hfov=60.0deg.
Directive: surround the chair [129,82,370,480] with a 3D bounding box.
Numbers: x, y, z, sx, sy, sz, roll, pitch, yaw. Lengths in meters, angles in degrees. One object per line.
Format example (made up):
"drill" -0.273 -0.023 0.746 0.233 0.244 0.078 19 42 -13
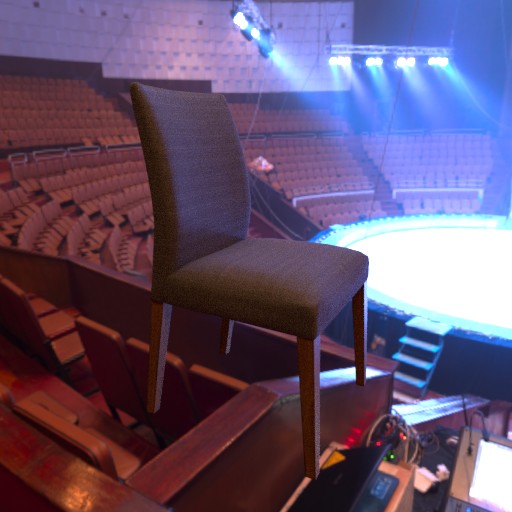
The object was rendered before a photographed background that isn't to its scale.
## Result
"chair" 0.000 0.000 1.297 0.585 0.940 0.496 8 18 26
